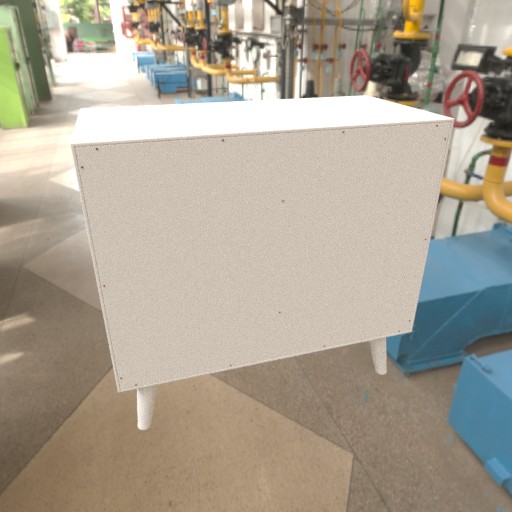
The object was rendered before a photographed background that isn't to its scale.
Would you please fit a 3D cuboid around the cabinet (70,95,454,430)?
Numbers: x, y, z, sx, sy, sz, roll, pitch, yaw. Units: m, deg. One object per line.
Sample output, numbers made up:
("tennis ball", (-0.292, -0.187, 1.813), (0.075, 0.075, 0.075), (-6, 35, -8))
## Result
("cabinet", (0.000, 0.000, 1.222), (0.800, 0.761, 0.398), (-8, 29, -15))
